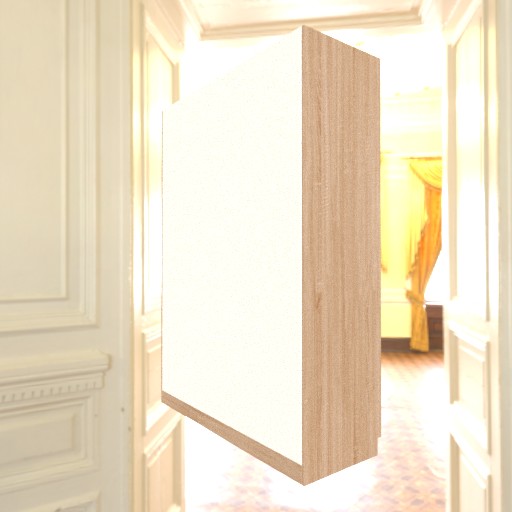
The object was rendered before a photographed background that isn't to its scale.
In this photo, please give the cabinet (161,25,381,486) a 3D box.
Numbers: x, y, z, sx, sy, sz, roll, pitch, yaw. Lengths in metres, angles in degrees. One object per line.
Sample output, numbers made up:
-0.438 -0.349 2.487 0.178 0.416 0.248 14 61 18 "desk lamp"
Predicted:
0.000 0.000 2.807 0.590 2.120 1.500 0 0 -37 "cabinet"
